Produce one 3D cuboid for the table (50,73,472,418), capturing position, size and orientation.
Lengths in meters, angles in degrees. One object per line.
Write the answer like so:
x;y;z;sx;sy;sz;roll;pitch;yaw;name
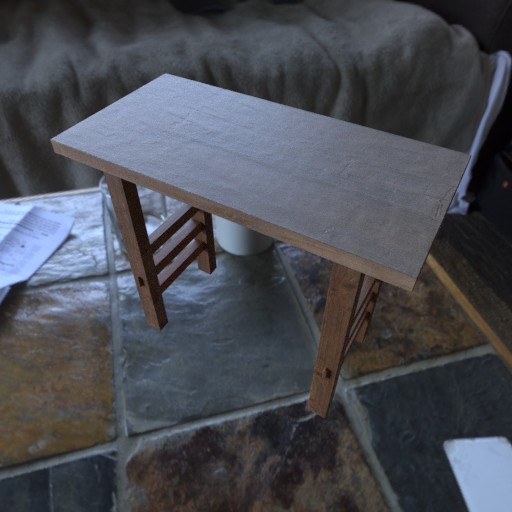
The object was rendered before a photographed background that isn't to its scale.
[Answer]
0.000;0.000;1.634;1.119;0.914;0.556;23;49;21;table
